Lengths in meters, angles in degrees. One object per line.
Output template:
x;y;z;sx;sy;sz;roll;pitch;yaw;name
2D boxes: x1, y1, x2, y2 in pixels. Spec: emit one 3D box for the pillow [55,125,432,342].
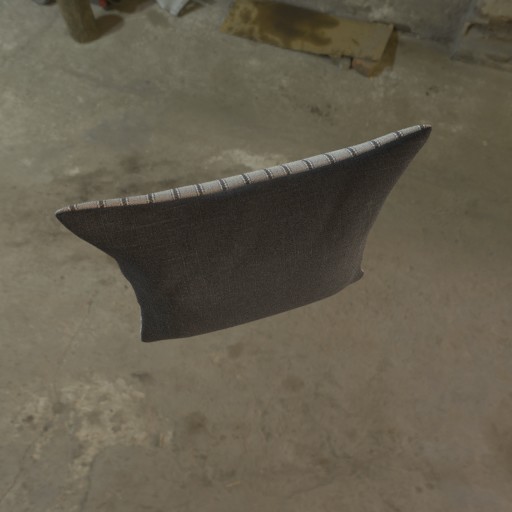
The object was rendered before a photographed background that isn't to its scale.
0.000;0.000;0.709;0.468;0.444;0.138;-15;62;-8;pillow
